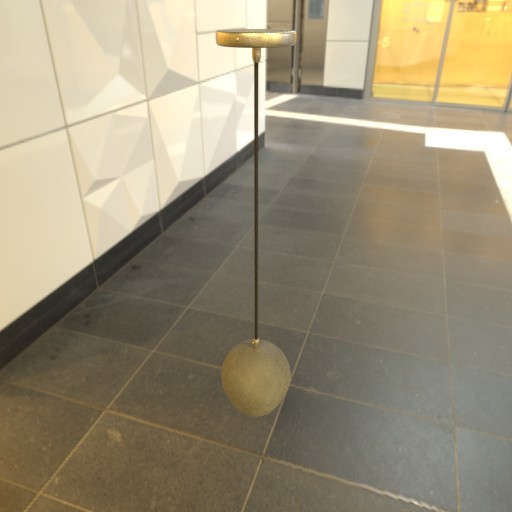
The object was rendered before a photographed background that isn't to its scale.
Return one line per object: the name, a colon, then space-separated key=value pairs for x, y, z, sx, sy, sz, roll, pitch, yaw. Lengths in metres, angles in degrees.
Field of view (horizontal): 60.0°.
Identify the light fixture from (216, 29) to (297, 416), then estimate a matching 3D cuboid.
light fixture: x=0.000 y=0.000 z=0.838 sx=0.153 sy=0.760 sz=0.153 roll=0 pitch=29 yaw=-1
